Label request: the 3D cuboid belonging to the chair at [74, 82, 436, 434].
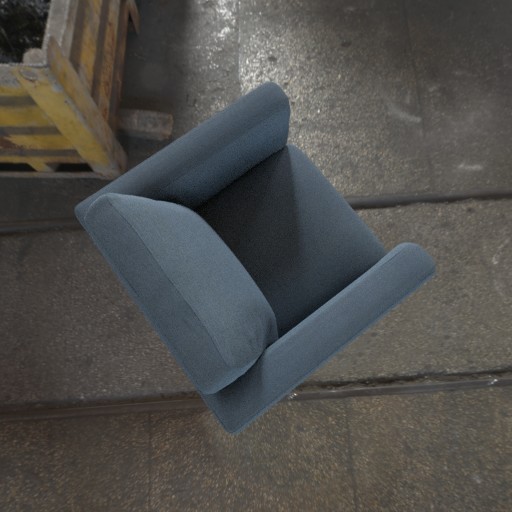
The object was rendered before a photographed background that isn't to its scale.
[{"bbox_3d":[0.000,0.000,1.584,0.820,0.922,0.855,-36,78,-9],"label":"chair"}]
